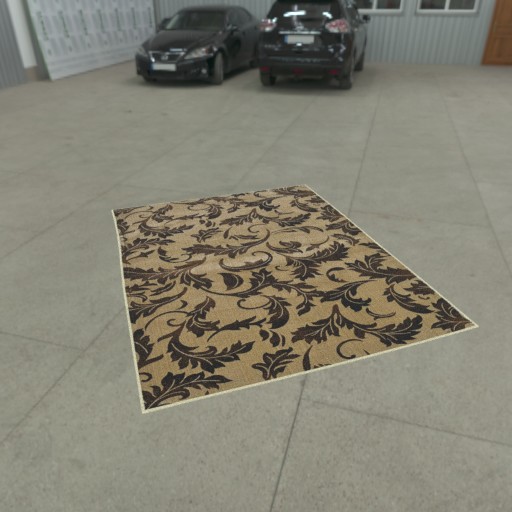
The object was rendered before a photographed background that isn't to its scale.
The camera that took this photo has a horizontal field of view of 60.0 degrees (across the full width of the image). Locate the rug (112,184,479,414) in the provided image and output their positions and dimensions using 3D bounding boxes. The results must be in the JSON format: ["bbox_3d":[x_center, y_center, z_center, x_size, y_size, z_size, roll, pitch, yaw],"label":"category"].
[{"bbox_3d":[0.000,0.000,4.041,2.380,0.008,2.977,-10,32,-16],"label":"rug"}]
